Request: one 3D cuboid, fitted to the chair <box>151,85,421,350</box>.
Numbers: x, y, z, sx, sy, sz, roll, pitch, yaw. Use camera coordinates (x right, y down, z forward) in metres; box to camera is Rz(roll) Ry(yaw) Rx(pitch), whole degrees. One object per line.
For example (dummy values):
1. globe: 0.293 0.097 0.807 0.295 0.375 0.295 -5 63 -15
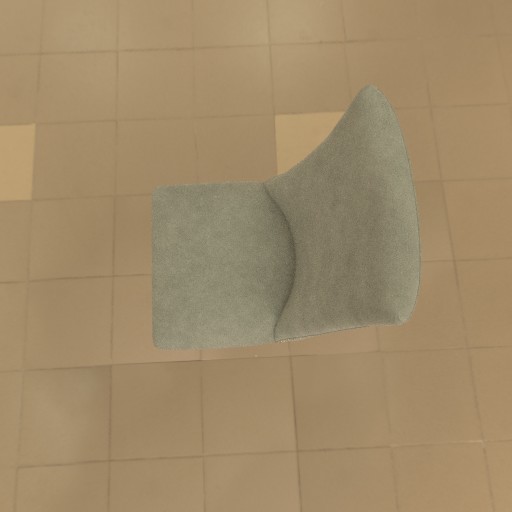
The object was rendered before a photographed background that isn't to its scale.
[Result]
1. chair: 0.000 0.000 1.252 0.610 0.902 0.495 -3 77 -1
